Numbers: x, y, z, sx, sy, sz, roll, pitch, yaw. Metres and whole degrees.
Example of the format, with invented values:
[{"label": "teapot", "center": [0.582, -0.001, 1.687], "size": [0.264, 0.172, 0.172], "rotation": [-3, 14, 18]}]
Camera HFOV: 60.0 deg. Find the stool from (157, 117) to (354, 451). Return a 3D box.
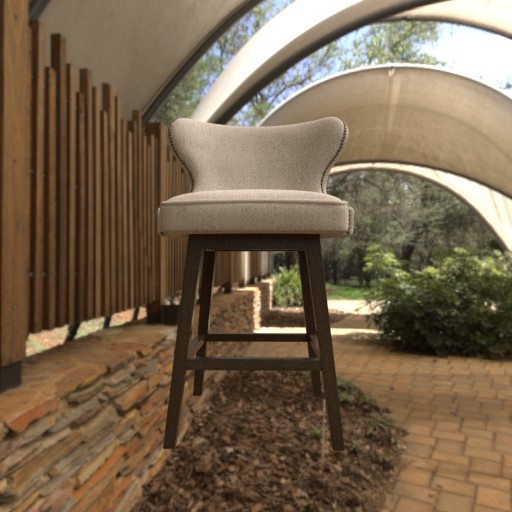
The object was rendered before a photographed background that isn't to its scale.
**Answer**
[{"label": "stool", "center": [0.000, 0.000, 1.372], "size": [0.615, 0.972, 0.597], "rotation": [0, 0, 1]}]
